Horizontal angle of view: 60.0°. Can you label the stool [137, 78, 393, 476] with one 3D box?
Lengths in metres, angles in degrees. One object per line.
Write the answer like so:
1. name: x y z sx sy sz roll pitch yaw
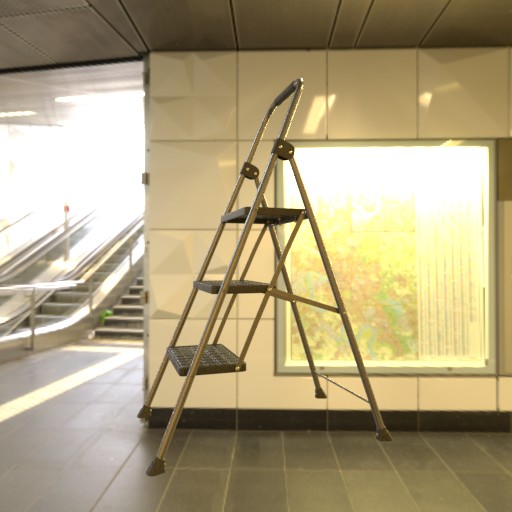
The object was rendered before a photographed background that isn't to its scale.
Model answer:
1. stool: 0.000 0.000 1.459 0.733 1.121 0.473 0 0 -18
